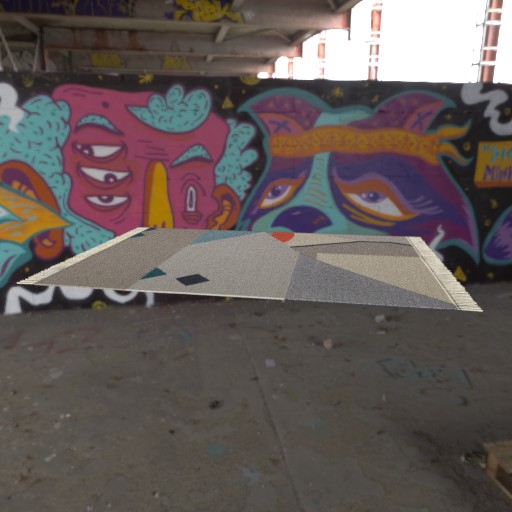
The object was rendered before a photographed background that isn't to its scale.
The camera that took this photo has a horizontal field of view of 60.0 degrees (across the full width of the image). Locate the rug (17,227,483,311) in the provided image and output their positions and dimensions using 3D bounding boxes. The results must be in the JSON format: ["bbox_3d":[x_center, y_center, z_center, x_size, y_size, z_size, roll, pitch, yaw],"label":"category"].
[{"bbox_3d":[0.000,0.000,2.275,1.828,0.005,1.220,3,15,9],"label":"rug"}]
